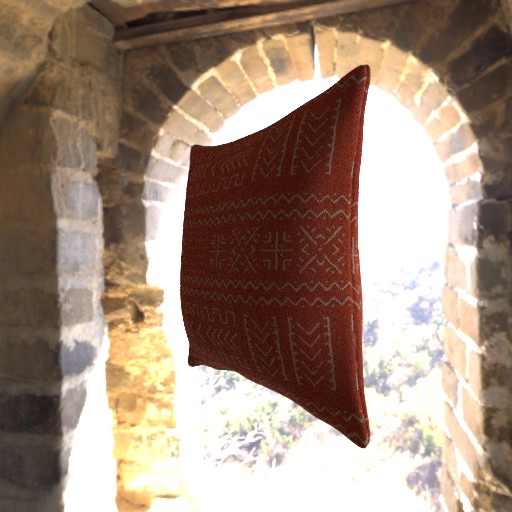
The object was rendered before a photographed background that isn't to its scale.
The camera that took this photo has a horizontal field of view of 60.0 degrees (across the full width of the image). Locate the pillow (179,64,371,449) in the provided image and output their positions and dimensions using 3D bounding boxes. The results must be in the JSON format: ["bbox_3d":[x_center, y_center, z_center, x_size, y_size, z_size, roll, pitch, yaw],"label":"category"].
[{"bbox_3d":[0.000,0.000,0.669,0.164,0.429,0.438,0,0,-35],"label":"pillow"}]
